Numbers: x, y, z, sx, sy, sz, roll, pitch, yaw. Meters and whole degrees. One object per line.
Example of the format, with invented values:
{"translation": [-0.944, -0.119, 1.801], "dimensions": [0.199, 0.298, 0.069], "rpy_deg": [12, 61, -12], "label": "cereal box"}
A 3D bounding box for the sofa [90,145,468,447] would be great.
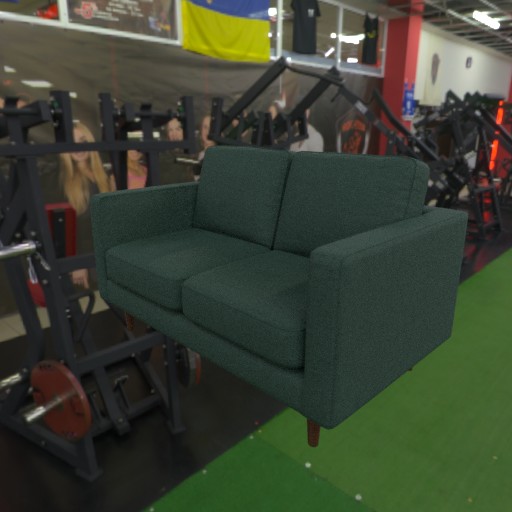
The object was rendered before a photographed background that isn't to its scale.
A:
{"translation": [0.000, 0.000, 1.949], "dimensions": [0.879, 0.899, 1.430], "rpy_deg": [-16, 23, -42], "label": "sofa"}
